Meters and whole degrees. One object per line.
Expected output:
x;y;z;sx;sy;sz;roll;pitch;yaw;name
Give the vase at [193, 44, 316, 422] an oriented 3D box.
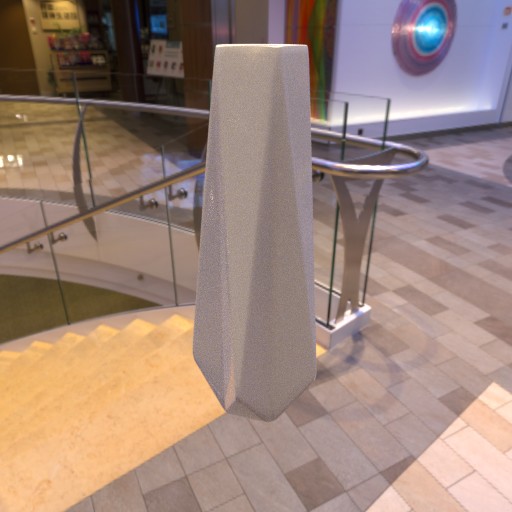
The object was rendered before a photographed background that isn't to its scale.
0.000;0.000;0.383;0.122;0.329;0.116;7;27;14;vase
